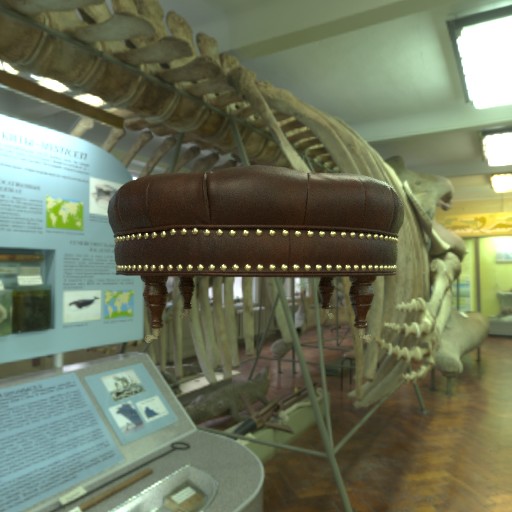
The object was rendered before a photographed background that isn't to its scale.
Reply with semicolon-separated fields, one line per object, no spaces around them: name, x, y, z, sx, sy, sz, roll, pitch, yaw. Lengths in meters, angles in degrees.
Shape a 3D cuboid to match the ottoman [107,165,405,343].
ottoman;0.000;0.000;1.404;0.901;0.455;0.901;0;-2;0
